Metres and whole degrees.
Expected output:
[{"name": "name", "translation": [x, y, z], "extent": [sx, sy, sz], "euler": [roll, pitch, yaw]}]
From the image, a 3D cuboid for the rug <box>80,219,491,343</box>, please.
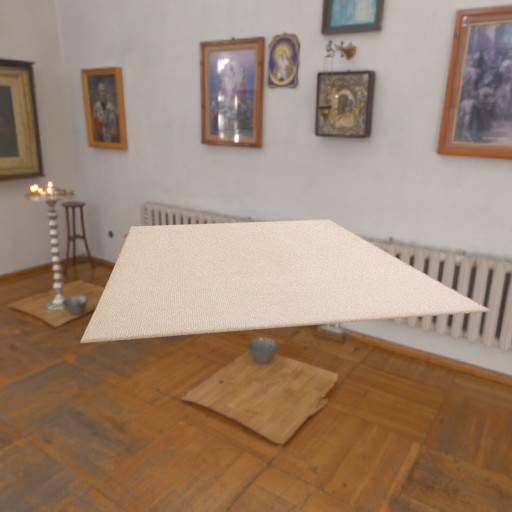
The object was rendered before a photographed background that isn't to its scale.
[{"name": "rug", "translation": [0.000, 0.000, 3.997], "extent": [2.462, 0.018, 3.039], "euler": [-3, 16, -10]}]
